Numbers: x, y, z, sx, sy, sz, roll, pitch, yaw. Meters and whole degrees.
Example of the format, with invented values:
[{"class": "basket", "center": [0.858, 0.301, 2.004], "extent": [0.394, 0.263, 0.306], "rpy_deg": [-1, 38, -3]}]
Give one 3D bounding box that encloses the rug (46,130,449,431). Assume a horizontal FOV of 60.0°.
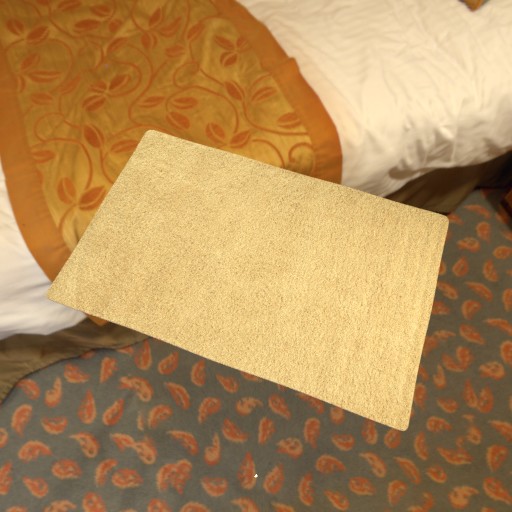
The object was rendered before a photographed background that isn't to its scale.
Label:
[{"class": "rug", "center": [0.000, 0.000, 2.980], "extent": [2.349, 0.025, 1.500], "rpy_deg": [18, 65, 9]}]
